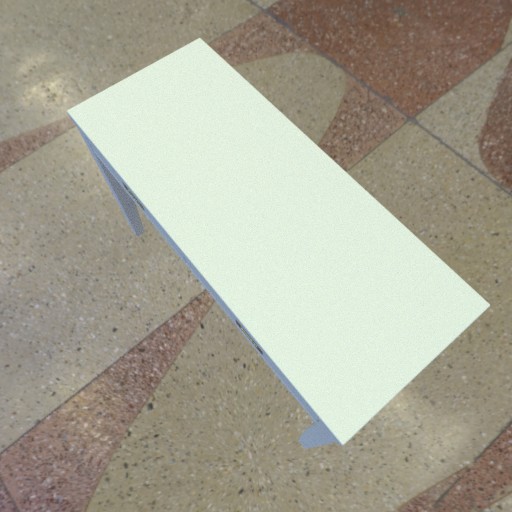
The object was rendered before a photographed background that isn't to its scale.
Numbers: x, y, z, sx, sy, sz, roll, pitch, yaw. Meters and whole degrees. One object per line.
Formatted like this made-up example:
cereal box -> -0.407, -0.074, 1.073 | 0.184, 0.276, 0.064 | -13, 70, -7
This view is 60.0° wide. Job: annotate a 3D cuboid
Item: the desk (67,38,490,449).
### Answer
desk -> 0.000, 0.000, 1.578 | 0.508, 0.775, 1.220 | -37, 70, -15
